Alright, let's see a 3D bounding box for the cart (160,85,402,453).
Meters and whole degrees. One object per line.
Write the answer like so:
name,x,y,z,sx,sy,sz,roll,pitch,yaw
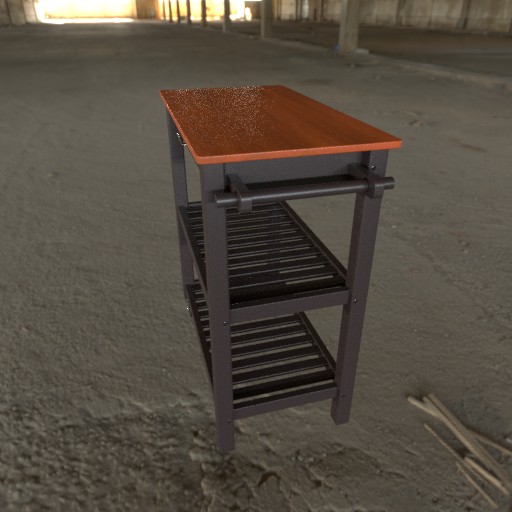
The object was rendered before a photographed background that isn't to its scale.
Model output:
cart,0.000,0.000,1.468,0.457,0.927,0.899,-8,30,-14
